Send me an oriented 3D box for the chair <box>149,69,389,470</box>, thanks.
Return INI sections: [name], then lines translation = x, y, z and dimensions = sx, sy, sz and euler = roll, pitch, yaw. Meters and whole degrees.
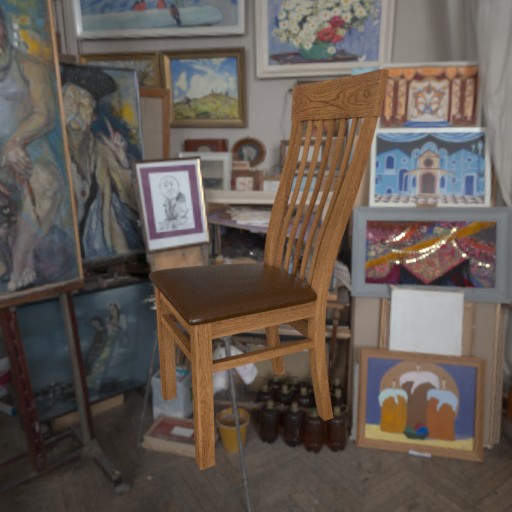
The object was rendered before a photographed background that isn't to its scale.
[chair]
translation = 0.000, 0.000, 1.368
dimensions = 0.580, 1.050, 0.450
euler = -7, 17, -25
